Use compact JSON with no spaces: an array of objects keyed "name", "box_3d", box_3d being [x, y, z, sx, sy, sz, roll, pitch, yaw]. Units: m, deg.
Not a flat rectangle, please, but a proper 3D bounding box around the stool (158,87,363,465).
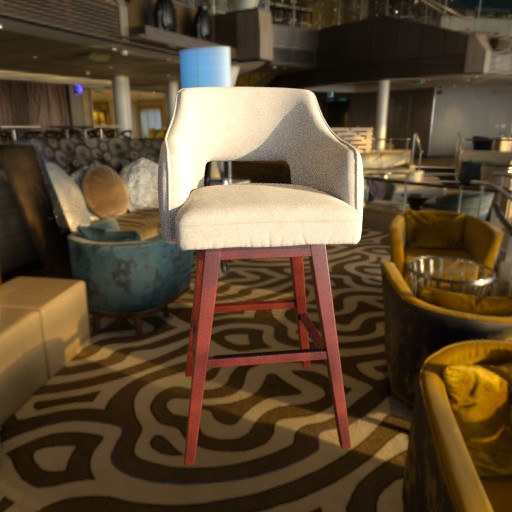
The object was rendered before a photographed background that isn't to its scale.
[{"name":"stool","box_3d":[0.000,0.000,1.356,0.548,1.012,0.558,-2,16,-8]}]
